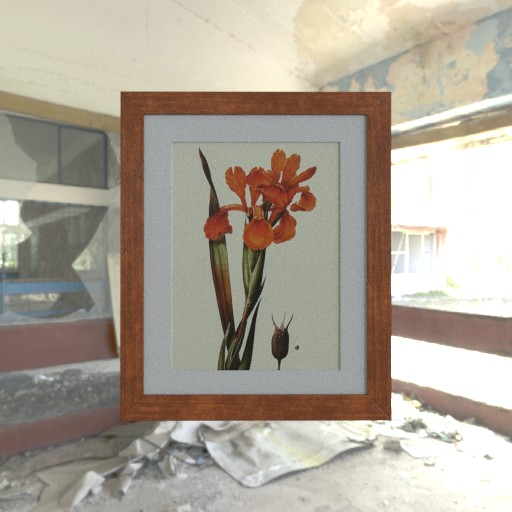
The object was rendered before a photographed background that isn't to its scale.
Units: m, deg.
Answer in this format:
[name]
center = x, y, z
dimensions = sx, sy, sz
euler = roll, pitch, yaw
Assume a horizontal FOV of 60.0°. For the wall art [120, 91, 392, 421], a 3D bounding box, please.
[wall art]
center = 0.000, 0.000, 0.780
dimensions = 0.467, 0.567, 0.033
euler = 0, 0, 0
